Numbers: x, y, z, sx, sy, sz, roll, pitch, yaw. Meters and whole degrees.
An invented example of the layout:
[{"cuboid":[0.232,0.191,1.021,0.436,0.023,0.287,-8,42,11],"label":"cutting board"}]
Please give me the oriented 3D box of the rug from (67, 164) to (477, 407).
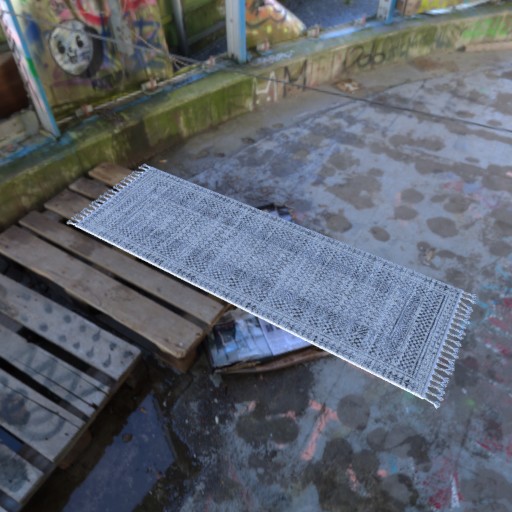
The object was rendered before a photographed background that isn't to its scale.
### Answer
[{"cuboid":[0.000,0.000,2.716,2.480,0.013,0.786,24,51,21],"label":"rug"}]
